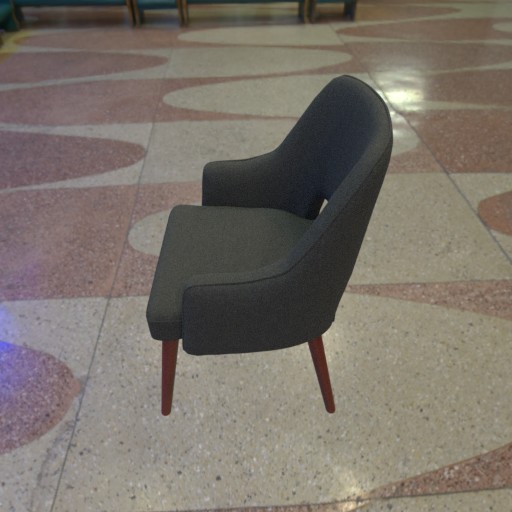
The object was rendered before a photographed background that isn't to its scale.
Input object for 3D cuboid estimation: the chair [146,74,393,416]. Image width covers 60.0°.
[{"bbox_3d":[0.000,0.000,1.194,0.560,0.838,0.559,0,41,0],"label":"chair"}]
